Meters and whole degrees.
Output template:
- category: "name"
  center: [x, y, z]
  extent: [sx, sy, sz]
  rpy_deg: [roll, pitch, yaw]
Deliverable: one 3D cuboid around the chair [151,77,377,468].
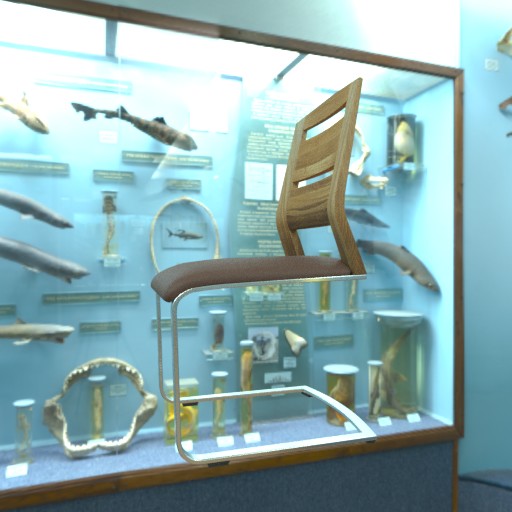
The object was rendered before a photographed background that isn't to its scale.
- category: "chair"
  center: [0.000, 0.000, 1.282]
  extent: [0.570, 0.970, 0.460]
  rpy_deg: [0, 0, -17]
